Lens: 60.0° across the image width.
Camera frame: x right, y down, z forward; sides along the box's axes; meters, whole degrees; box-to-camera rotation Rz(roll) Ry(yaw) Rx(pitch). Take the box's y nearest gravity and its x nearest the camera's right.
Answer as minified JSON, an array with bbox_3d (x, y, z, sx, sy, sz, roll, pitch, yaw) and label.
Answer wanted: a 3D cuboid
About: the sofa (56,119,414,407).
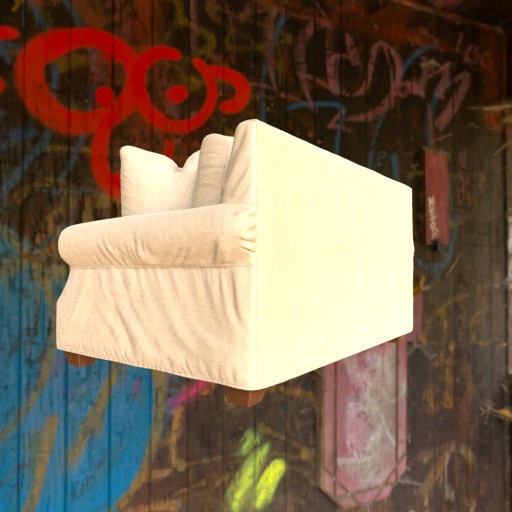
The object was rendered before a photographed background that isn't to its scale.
[{"bbox_3d":[0.000,0.000,2.109,1.070,0.905,1.550,-1,-1,36],"label":"sofa"}]
